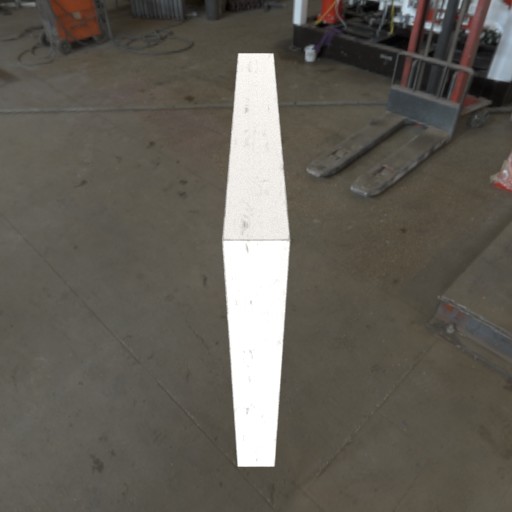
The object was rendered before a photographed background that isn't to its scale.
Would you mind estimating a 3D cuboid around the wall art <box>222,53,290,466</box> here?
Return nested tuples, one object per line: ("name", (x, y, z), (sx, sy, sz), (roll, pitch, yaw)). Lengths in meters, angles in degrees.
("wall art", (0.000, 0.000, 0.462), (0.038, 0.305, 0.305), (0, 43, 0))
